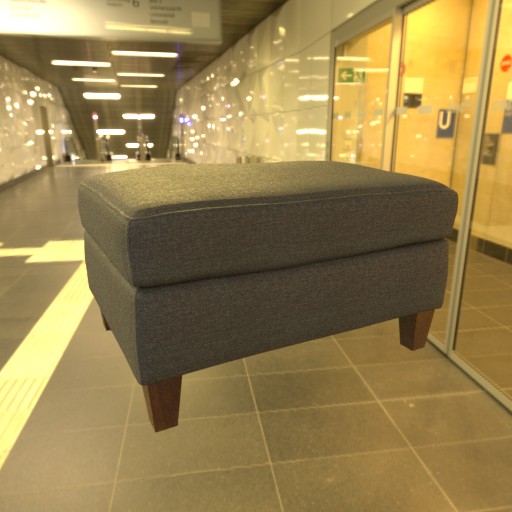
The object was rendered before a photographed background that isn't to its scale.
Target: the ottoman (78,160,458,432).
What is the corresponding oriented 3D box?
[{"bbox_3d":[0.000,0.000,1.207,0.826,0.496,0.639,-8,18,-27],"label":"ottoman"}]
